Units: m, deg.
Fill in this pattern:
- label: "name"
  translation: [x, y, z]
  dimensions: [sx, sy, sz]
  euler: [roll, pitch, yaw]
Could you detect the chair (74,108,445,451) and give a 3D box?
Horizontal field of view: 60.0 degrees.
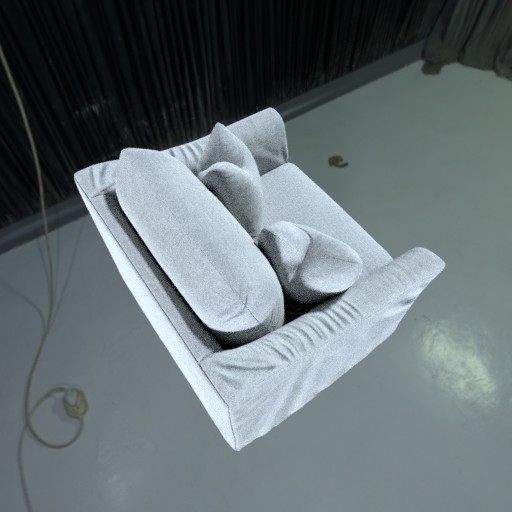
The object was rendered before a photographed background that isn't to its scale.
- label: "chair"
  translation: [0.000, 0.000, 2.046]
  dimensions: [1.071, 1.059, 1.194]
  euler: [-31, 62, -18]
